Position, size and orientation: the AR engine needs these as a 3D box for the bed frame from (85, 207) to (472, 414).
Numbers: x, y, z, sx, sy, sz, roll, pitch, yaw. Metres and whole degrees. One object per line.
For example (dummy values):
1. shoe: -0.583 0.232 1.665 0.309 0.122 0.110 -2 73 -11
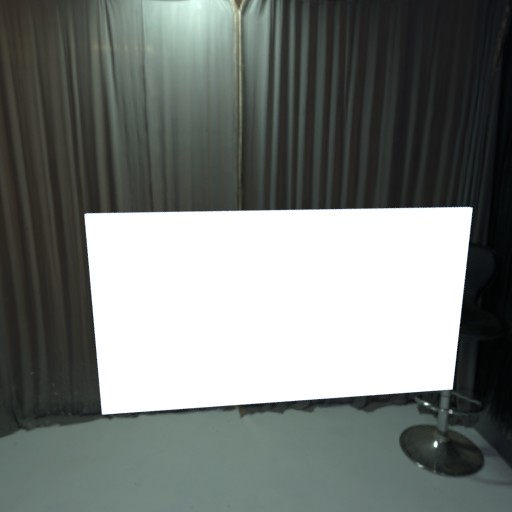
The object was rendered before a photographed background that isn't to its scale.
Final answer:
1. bed frame: 0.000 0.000 2.709 1.490 0.800 1.950 -2 13 -7
